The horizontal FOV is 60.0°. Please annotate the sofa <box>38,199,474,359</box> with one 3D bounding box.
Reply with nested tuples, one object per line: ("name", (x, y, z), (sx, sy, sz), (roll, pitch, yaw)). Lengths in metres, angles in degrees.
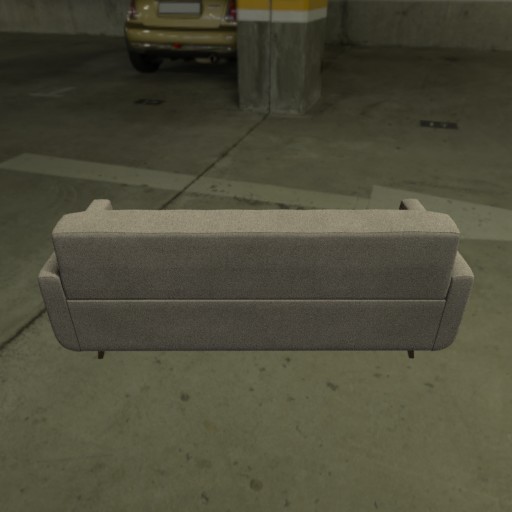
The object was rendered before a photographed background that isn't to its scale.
("sofa", (0.000, 0.000, 2.500), (2.029, 0.841, 0.909), (0, 32, 0))
